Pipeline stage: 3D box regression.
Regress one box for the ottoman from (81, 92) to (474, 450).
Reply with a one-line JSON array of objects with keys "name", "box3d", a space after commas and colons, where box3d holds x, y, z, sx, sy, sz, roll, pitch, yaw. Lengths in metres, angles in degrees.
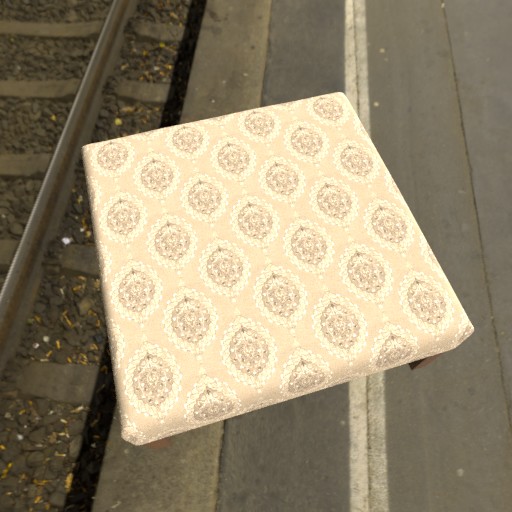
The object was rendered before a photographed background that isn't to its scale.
[{"name": "ottoman", "box3d": [0.000, 0.000, 1.378, 0.889, 0.411, 0.890, -14, 63, -8]}]
